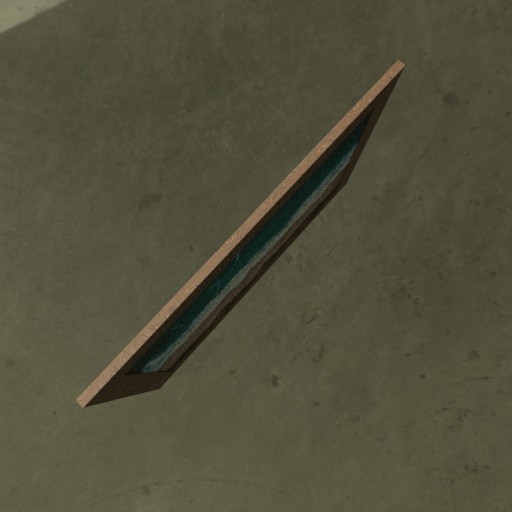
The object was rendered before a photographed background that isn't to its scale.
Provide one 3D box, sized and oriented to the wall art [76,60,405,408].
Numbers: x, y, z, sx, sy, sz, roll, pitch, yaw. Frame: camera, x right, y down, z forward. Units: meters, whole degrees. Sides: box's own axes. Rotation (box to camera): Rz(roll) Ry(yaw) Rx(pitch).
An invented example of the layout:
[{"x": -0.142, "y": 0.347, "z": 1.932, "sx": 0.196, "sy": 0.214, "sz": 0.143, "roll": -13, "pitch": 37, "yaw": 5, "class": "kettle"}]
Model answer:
[{"x": 0.000, "y": 0.000, "z": 1.153, "sx": 0.019, "sy": 0.626, "sz": 0.917, "roll": 41, "pitch": 80, "yaw": 9, "class": "wall art"}]
